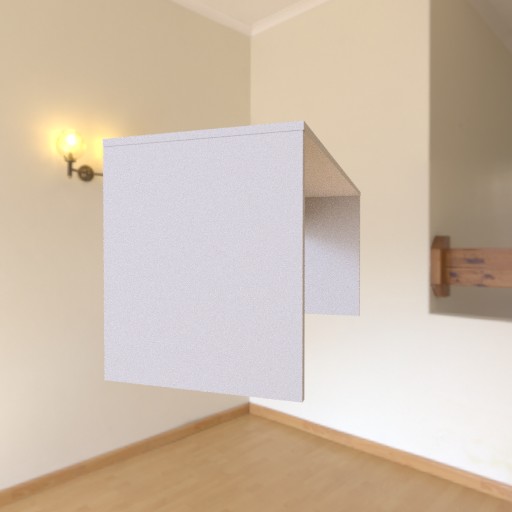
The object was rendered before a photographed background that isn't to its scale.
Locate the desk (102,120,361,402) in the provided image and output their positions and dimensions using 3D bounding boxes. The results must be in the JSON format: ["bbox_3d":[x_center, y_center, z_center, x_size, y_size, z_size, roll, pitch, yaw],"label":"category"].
[{"bbox_3d":[0.000,0.000,2.062,0.802,0.750,1.600,0,1,18],"label":"desk"}]
